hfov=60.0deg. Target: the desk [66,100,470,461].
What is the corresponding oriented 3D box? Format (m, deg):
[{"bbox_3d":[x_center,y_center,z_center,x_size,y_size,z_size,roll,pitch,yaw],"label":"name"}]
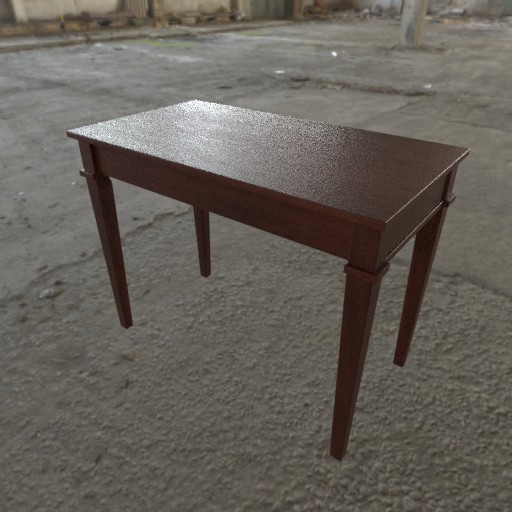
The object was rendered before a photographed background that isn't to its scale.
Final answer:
[{"bbox_3d":[0.000,0.000,1.435,1.001,0.762,0.549,21,37,31],"label":"desk"}]
